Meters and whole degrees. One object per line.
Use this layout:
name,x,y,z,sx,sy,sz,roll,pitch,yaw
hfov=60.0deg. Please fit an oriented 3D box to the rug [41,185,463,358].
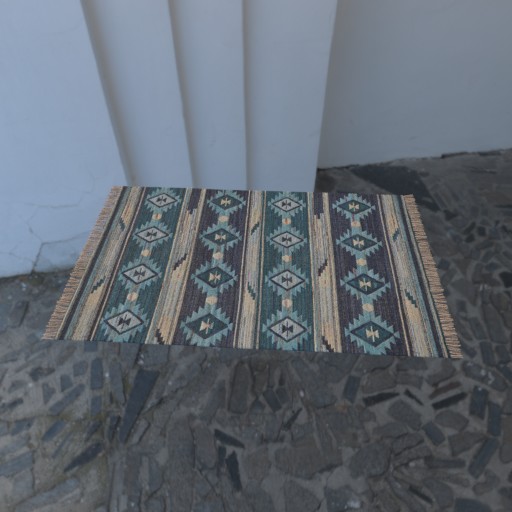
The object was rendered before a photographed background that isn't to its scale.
rug,0.000,0.000,2.420,1.936,0.028,1.181,2,46,2
